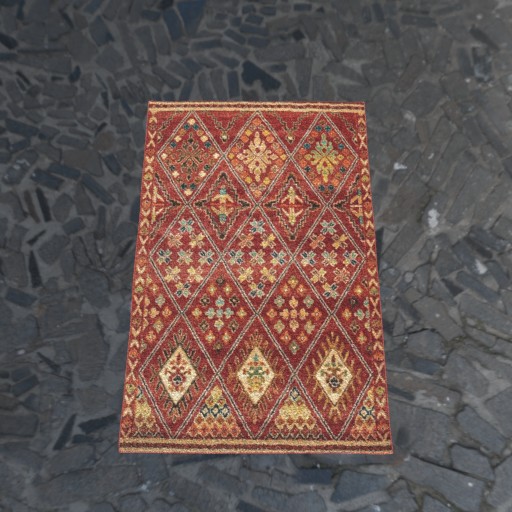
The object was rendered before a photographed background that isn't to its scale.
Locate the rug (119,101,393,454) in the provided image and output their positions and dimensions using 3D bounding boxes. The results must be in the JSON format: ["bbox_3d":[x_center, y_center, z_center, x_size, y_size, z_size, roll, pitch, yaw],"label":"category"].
[{"bbox_3d":[0.000,0.000,2.786,1.521,0.026,2.286,0,73,0],"label":"rug"}]
